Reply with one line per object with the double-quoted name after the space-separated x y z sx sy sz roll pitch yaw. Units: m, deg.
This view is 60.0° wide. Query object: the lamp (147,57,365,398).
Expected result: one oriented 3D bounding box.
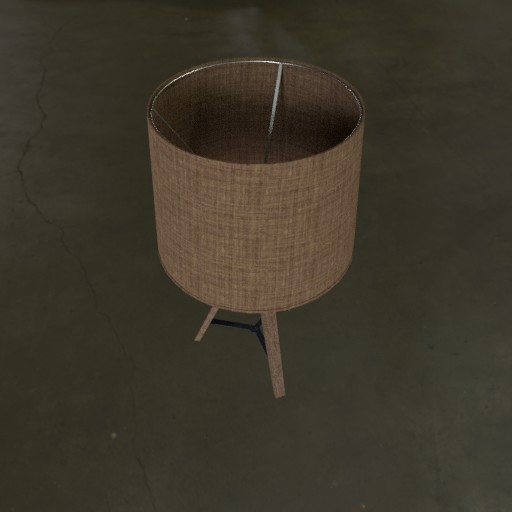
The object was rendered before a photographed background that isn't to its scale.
0.000 0.000 0.695 0.290 0.514 0.290 0 46 0 "lamp"
